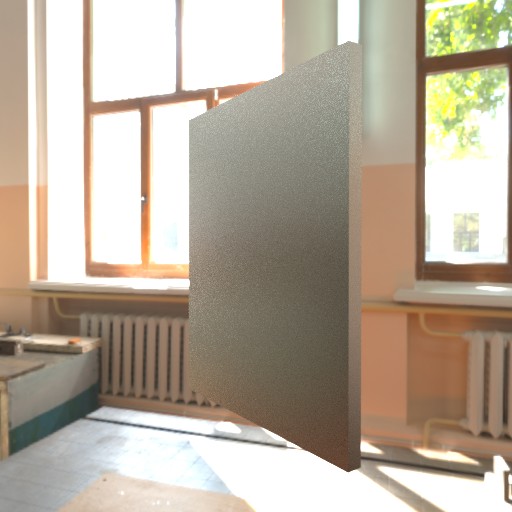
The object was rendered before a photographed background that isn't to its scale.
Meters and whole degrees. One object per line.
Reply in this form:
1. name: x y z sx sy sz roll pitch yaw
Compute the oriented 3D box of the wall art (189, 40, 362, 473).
1. wall art: 0.000 0.000 0.768 0.025 0.569 0.444 -1 1 -37
